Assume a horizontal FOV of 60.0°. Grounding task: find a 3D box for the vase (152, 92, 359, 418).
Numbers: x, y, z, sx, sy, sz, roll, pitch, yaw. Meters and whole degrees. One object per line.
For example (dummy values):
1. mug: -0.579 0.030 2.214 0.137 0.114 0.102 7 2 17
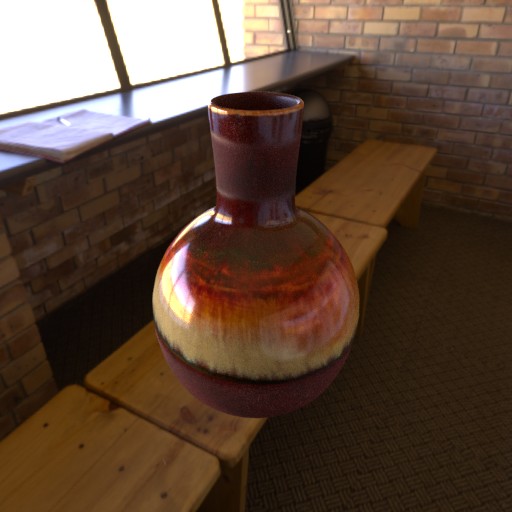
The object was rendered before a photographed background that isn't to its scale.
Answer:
1. vase: 0.000 0.000 0.229 0.111 0.154 0.111 0 31 0
